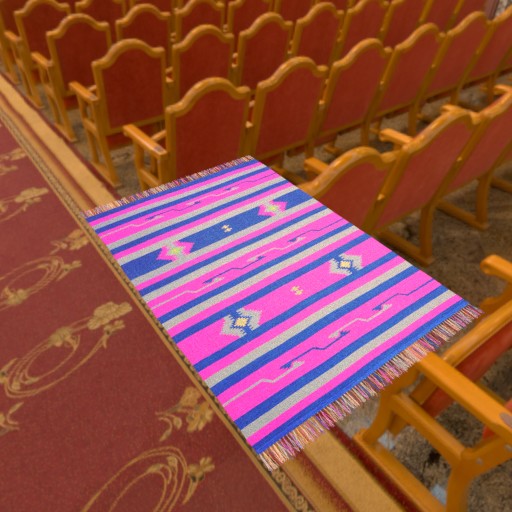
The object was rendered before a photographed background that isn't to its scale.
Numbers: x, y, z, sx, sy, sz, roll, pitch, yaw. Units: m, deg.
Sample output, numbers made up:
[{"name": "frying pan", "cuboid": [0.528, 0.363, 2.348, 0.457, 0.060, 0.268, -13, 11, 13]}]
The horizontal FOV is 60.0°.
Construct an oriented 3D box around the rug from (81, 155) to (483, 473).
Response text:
[{"name": "rug", "cuboid": [0.000, 0.000, 2.902, 1.539, 0.013, 2.350, -25, 47, -26]}]
